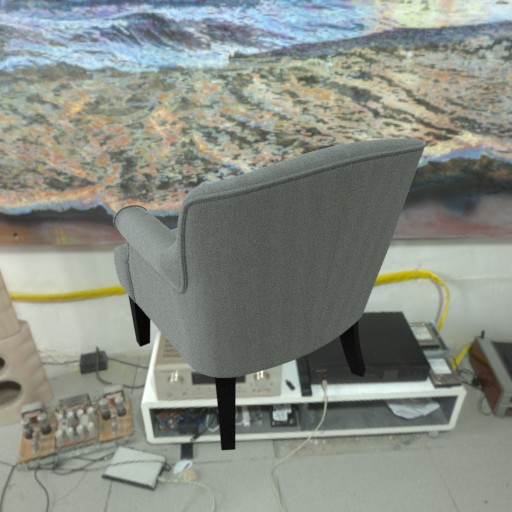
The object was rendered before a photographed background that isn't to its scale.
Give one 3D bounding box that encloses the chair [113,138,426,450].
[{"bbox_3d":[0.000,0.000,1.420,0.772,0.880,0.755,-18,35,-28],"label":"chair"}]
